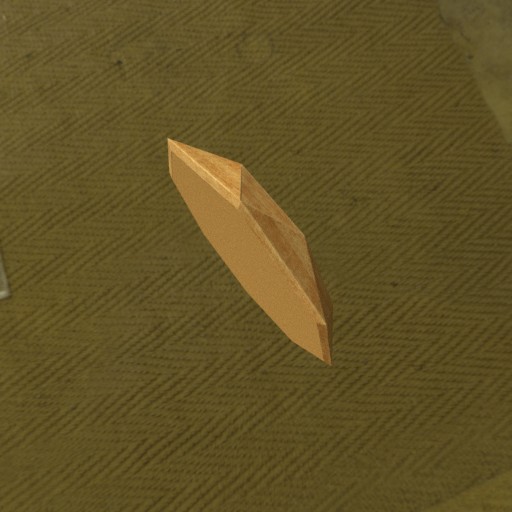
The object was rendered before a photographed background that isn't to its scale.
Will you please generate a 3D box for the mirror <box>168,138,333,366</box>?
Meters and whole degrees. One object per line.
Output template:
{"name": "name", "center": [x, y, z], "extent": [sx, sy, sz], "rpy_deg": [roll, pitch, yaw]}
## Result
{"name": "mirror", "center": [0.000, 0.000, 1.000], "extent": [0.070, 0.774, 0.577], "rpy_deg": [-38, 79, -9]}
